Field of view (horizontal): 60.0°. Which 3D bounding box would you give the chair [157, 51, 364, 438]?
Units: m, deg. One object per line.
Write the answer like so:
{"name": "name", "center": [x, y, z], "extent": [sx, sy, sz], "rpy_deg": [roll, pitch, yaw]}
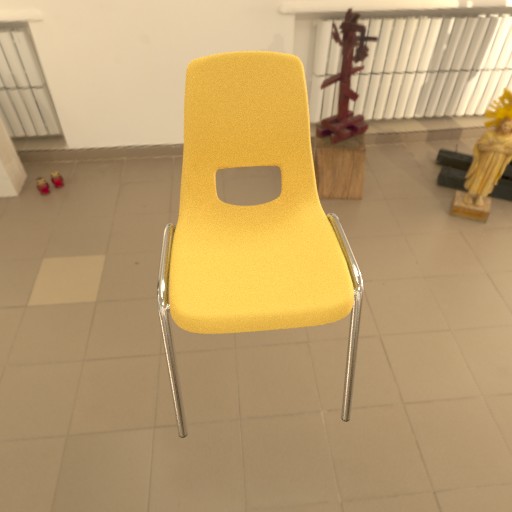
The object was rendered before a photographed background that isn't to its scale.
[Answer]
{"name": "chair", "center": [0.000, 0.000, 0.898], "extent": [0.381, 0.653, 0.436], "rpy_deg": [-4, 45, -4]}
